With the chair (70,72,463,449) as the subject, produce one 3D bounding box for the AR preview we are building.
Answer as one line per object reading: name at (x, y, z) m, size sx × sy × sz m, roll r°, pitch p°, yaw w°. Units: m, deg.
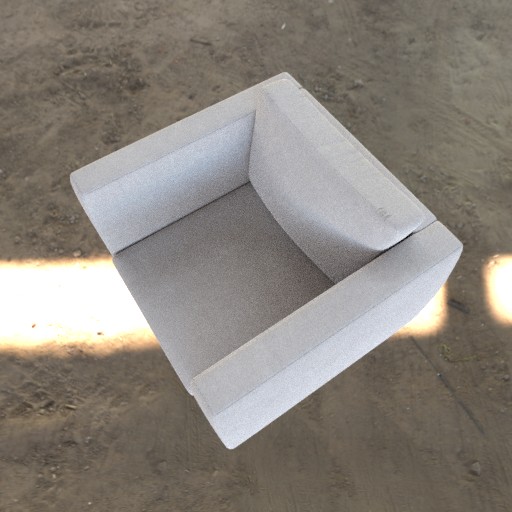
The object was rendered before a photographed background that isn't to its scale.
chair at (0.000, 0.000, 1.677) m, size 0.930 × 0.860 × 1.000 m, roll -31°, pitch 66°, yaw -15°
